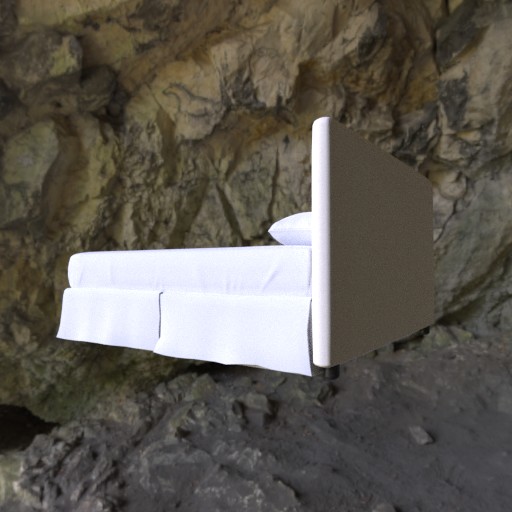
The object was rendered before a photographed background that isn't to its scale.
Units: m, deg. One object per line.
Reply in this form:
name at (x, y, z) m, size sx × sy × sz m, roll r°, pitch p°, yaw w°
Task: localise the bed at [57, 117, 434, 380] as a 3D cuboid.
bed at (0.000, 0.000, 3.628) m, size 2.341 × 1.317 × 2.119 m, roll -1°, pitch -2°, yaw 35°
